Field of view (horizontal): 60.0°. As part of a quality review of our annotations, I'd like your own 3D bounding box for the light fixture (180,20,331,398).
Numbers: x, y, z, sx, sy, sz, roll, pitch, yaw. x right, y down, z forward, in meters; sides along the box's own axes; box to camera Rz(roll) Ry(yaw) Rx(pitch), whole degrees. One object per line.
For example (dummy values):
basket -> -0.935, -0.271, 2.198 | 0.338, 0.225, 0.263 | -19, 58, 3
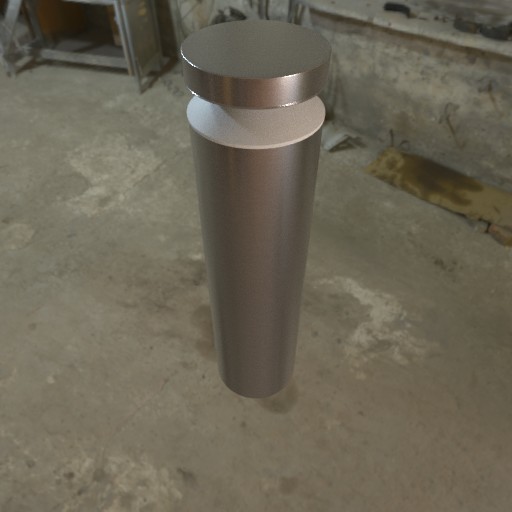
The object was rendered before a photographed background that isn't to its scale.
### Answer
light fixture -> 0.000, 0.000, 0.438 | 0.102, 0.400, 0.102 | 3, 46, 3
